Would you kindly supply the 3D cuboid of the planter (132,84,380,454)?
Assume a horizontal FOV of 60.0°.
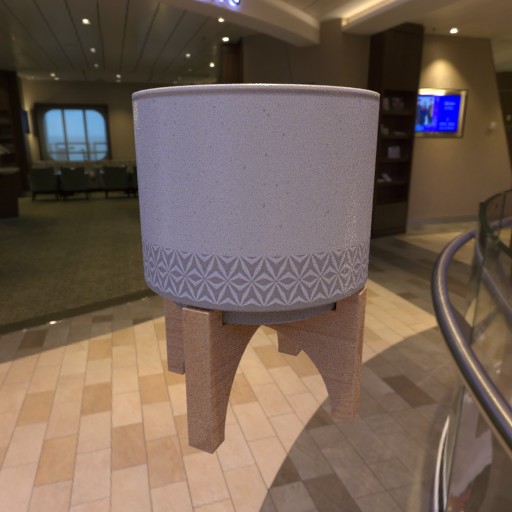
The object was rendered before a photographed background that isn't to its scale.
[{"bbox_3d":[0.000,0.000,0.263,0.130,0.178,0.130,0,15,0],"label":"planter"}]
